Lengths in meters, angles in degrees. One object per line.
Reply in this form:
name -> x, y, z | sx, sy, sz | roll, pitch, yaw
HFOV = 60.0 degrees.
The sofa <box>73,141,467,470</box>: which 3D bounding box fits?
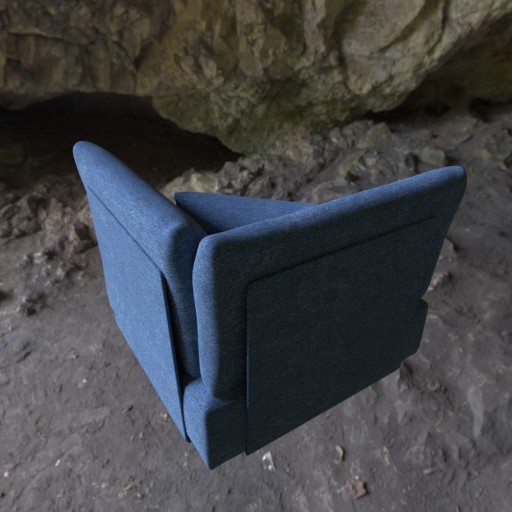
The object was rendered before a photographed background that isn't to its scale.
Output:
sofa -> 0.000, 0.000, 1.713 | 1.000, 0.820, 1.000 | -18, 35, -28
